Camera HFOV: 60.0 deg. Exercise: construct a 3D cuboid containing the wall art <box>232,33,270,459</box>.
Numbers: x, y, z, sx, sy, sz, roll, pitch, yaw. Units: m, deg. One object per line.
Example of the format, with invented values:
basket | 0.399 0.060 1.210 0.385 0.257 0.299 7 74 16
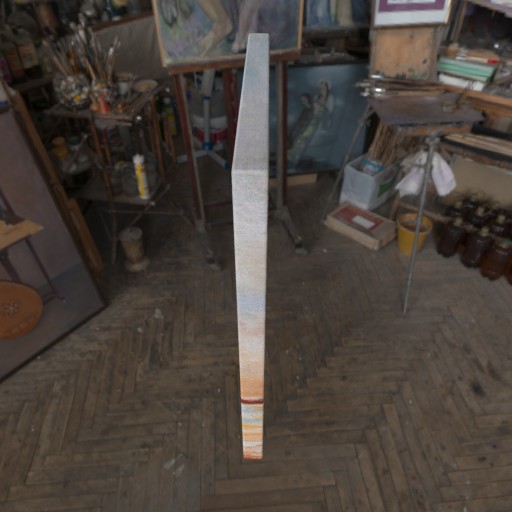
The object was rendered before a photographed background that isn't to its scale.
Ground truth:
wall art | 0.000 0.000 0.777 0.035 0.605 0.443 1 42 1
